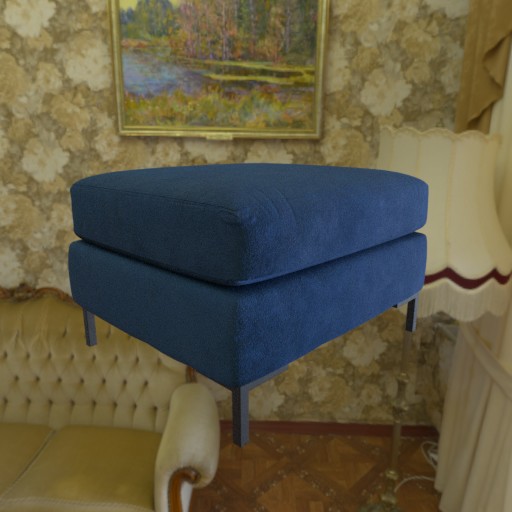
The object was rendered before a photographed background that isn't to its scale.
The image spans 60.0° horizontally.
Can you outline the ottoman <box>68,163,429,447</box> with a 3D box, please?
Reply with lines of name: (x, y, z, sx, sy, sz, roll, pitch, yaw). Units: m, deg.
ottoman: (0.000, 0.000, 1.216, 0.655, 0.485, 0.794, 14, 20, 42)
